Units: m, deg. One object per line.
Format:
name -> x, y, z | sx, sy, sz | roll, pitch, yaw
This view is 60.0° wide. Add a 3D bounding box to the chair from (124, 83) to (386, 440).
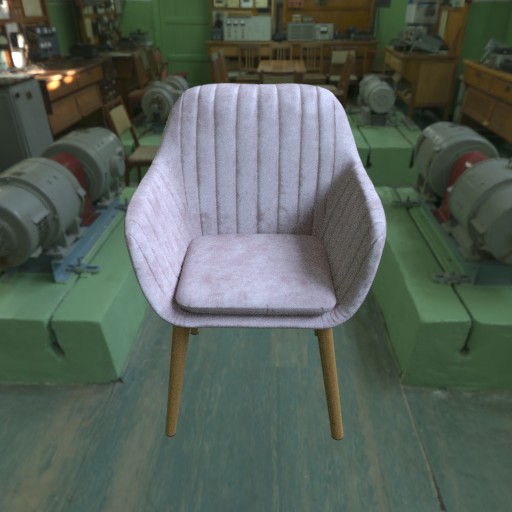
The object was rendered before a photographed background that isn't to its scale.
chair -> 0.000, 0.000, 1.251 | 0.610, 0.832, 0.570 | 1, 30, 1
